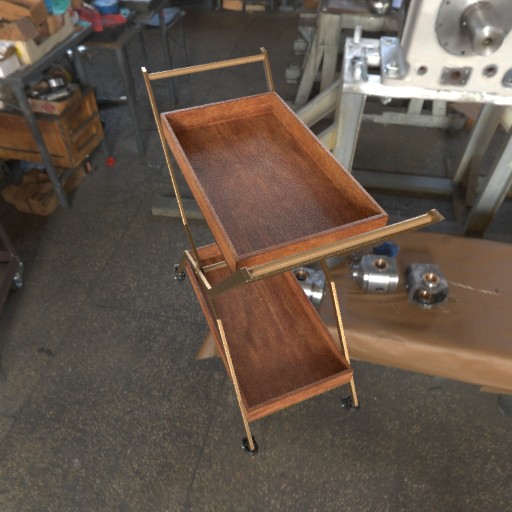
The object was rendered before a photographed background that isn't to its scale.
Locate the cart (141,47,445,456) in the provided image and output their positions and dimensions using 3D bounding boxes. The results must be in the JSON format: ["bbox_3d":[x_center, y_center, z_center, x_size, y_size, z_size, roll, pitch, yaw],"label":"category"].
[{"bbox_3d":[0.000,0.000,1.311,0.405,0.869,0.836,-17,49,-15],"label":"cart"}]
